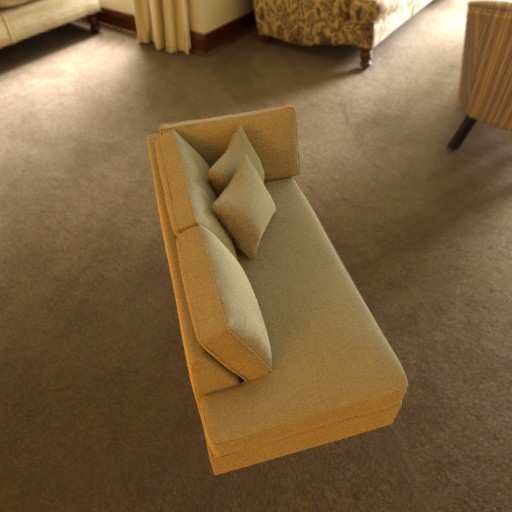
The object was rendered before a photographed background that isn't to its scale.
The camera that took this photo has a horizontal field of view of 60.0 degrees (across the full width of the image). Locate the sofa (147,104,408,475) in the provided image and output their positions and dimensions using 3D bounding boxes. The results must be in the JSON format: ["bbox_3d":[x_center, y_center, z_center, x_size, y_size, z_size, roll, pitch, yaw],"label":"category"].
[{"bbox_3d":[0.000,0.000,2.864,1.110,1.019,2.238,-11,48,-10],"label":"sofa"}]
